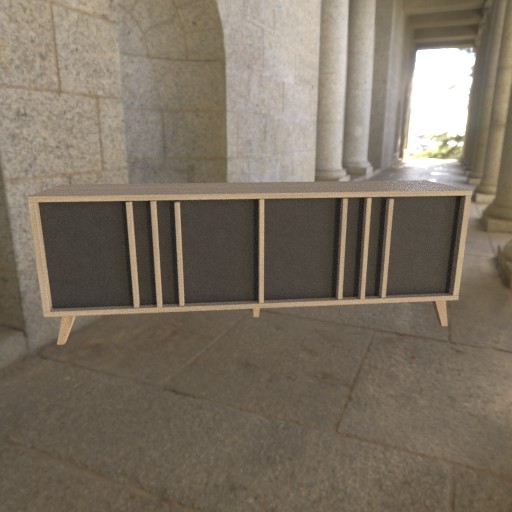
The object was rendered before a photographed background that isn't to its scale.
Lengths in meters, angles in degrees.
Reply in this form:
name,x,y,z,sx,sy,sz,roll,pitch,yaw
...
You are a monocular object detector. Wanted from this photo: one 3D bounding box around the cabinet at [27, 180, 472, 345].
name,x,y,z,sx,sy,sz,roll,pitch,yaw
cabinet,0.000,0.000,2.520,2.198,0.779,0.499,-2,16,-6
